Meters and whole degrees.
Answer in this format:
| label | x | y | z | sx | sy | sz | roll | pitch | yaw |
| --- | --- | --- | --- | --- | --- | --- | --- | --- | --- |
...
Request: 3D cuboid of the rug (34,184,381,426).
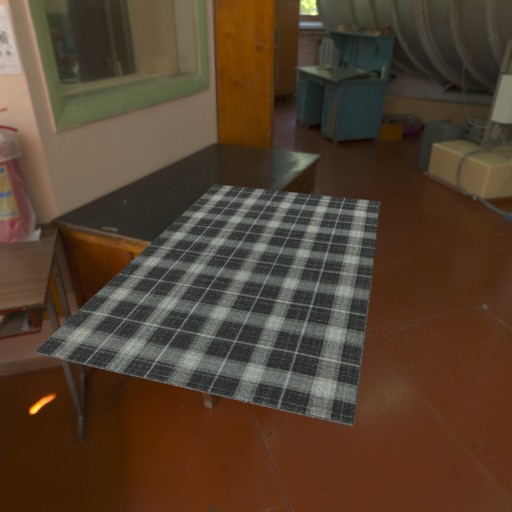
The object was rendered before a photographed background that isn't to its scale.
| label | x | y | z | sx | sy | sz | roll | pitch | yaw |
| --- | --- | --- | --- | --- | --- | --- | --- | --- | --- |
| rug | 0.000 | 0.000 | 2.952 | 1.520 | 0.015 | 2.434 | 8 | 30 | 14 |
